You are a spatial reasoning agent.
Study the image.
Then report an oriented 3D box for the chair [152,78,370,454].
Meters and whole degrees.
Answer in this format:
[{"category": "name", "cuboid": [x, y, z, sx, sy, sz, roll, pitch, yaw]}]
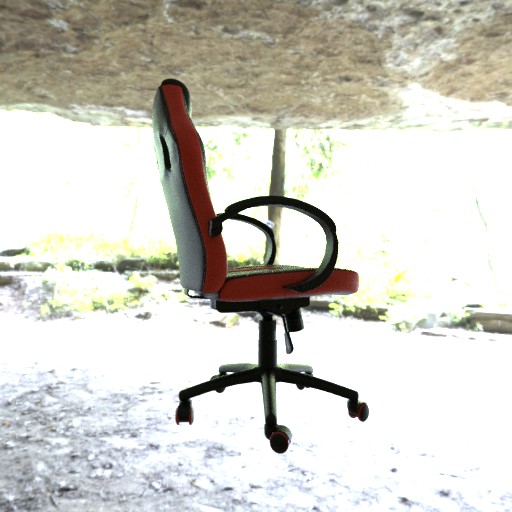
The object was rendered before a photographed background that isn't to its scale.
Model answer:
[{"category": "chair", "cuboid": [0.000, 0.000, 1.418, 0.642, 1.016, 0.600, 0, 0, -18]}]
